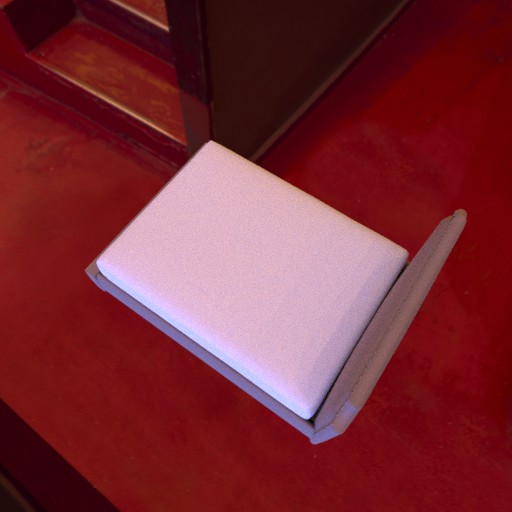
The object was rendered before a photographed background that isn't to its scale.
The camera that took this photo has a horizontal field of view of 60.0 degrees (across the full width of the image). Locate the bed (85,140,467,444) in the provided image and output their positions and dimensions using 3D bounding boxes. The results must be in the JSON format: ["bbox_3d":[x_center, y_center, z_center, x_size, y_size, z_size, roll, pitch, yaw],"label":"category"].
[{"bbox_3d":[0.000,0.000,3.512,2.372,1.443,1.713,32,68,14],"label":"bed"}]
